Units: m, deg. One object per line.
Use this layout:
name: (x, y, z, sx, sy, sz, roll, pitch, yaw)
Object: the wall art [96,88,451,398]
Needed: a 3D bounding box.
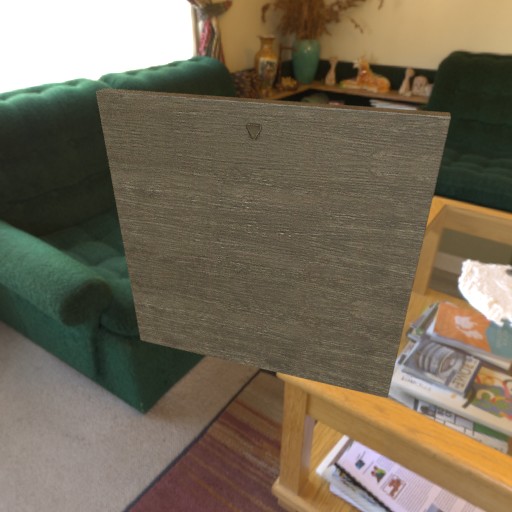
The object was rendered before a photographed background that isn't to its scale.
wall art: (0.000, 0.000, 0.681, 0.462, 0.459, 0.027, 9, 33, 15)
